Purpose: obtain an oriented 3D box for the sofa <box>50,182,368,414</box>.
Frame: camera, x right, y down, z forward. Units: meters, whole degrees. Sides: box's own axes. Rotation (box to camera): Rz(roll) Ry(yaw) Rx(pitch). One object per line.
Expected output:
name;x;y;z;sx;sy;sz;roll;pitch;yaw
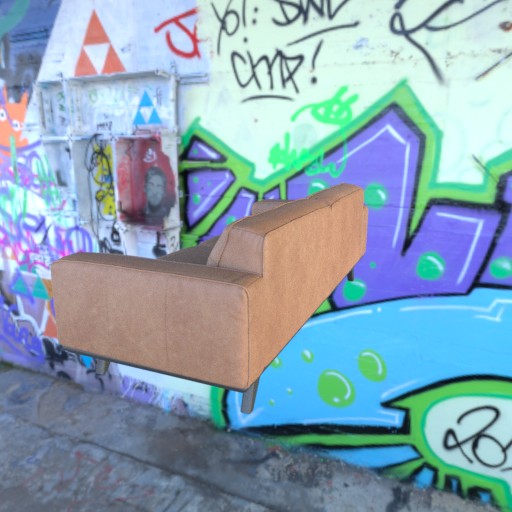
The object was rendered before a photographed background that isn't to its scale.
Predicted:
sofa;0.000;0.000;2.732;0.953;0.780;2.270;6;16;23
